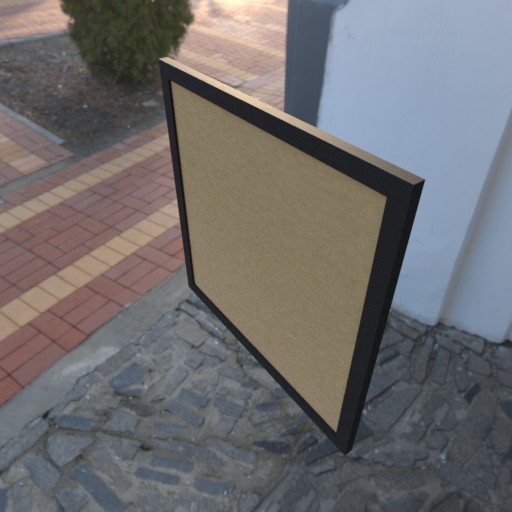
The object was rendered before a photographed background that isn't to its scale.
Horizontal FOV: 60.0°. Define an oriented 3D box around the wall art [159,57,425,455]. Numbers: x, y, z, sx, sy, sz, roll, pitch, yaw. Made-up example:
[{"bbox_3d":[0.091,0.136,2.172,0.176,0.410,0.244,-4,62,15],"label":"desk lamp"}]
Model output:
[{"bbox_3d":[0.000,0.000,0.513,0.012,0.357,0.358,-25,45,-28],"label":"wall art"}]
